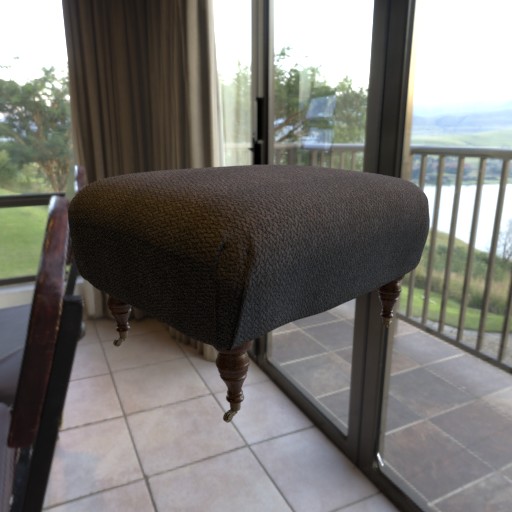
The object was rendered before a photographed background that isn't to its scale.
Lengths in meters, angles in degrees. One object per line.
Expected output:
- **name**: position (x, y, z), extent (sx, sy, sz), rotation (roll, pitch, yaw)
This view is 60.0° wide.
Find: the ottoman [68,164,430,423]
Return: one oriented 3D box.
- **ottoman**: position (0.000, 0.000, 1.142), extent (0.747, 0.450, 0.622), rotation (-15, 21, -42)
